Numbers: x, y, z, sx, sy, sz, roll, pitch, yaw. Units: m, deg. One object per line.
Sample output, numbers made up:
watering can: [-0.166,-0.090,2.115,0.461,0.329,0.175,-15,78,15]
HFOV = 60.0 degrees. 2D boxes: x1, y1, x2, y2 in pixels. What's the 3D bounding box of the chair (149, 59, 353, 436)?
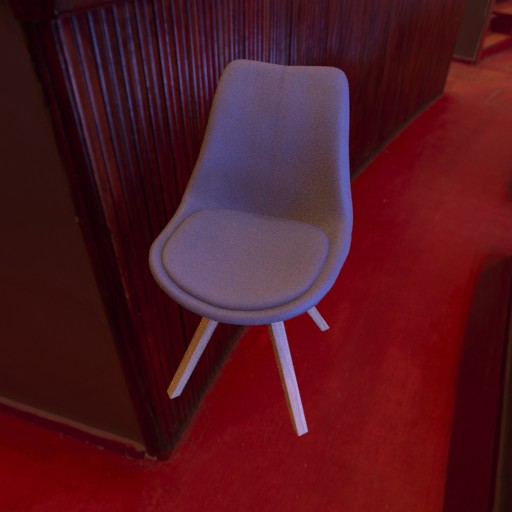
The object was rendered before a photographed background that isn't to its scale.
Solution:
chair: [0.000,0.000,1.203,0.483,0.865,0.547,11,40,14]
